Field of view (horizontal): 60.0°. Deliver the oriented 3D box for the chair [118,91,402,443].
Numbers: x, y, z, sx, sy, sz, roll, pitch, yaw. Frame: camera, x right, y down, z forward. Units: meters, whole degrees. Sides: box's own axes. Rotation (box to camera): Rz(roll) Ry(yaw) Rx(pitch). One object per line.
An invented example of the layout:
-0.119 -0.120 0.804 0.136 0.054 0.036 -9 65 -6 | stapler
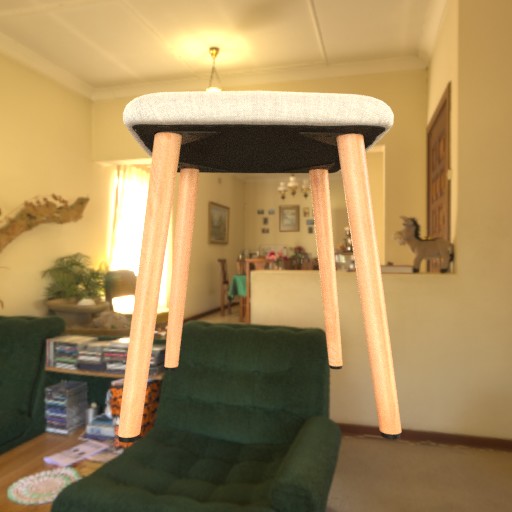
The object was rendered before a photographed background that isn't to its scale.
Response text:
0.000 0.000 0.696 0.350 0.440 0.350 0 0 -2 | chair
